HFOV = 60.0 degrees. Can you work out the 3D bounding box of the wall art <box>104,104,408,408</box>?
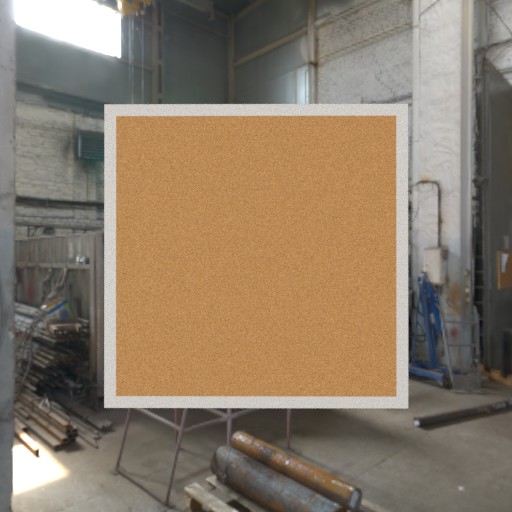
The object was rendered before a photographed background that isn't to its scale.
[{"bbox_3d":[0.000,0.000,0.818,0.558,0.559,0.009,0,0,0],"label":"wall art"}]
